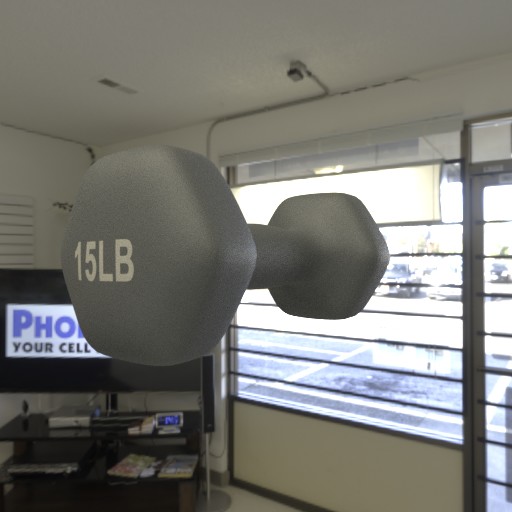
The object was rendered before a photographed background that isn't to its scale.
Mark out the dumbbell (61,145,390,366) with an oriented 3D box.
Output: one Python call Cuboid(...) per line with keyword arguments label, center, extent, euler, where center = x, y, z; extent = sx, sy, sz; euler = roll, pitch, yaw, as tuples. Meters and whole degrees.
Cuboid(label="dumbbell", center=(0.000, 0.000, 0.300), extent=(0.116, 0.105, 0.240), euler=(0, 0, 37))
